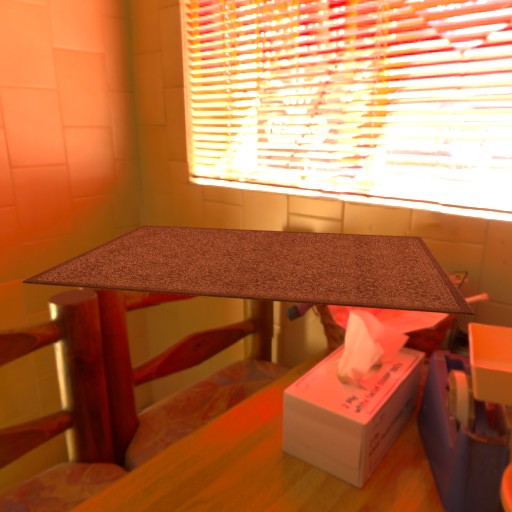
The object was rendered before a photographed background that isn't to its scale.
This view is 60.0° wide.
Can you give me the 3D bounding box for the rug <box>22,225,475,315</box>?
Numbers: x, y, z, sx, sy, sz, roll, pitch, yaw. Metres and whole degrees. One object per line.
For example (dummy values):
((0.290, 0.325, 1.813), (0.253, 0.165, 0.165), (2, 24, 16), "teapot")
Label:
((0.000, 0.000, 2.320), (1.829, 0.010, 1.219), (3, 16, 11), "rug")
